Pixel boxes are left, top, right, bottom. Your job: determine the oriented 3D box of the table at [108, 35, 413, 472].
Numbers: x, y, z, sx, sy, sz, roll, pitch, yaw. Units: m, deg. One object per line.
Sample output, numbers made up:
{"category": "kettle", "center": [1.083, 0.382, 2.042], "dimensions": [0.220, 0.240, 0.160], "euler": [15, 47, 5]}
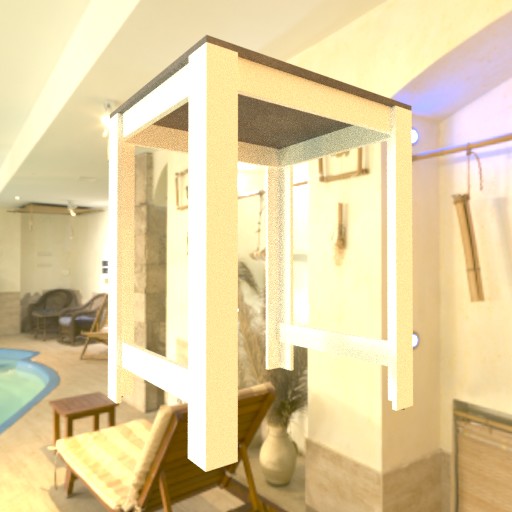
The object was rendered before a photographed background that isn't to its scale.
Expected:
{"category": "table", "center": [0.000, 0.000, 1.546], "dimensions": [0.800, 1.020, 0.700], "euler": [1, -1, -36]}
